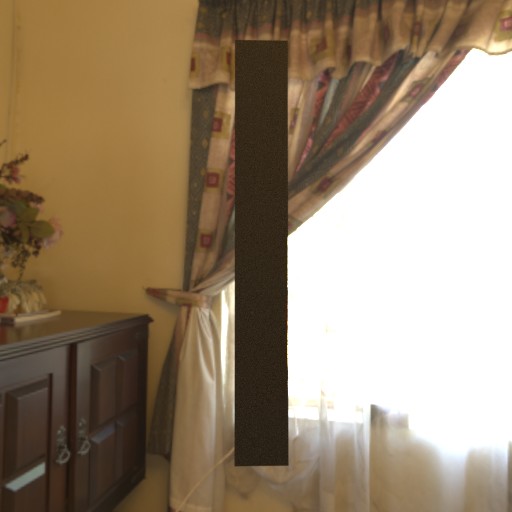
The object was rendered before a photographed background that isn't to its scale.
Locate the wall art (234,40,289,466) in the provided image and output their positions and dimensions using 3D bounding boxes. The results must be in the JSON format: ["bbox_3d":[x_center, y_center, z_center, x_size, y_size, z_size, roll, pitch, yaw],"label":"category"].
[{"bbox_3d":[0.000,0.000,0.468,0.038,0.304,0.304,0,-1,-1],"label":"wall art"}]
